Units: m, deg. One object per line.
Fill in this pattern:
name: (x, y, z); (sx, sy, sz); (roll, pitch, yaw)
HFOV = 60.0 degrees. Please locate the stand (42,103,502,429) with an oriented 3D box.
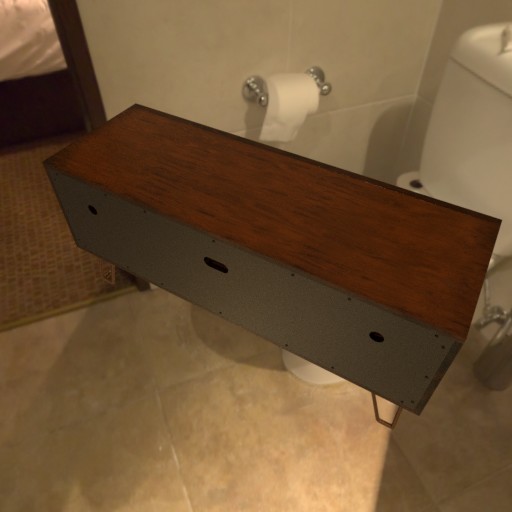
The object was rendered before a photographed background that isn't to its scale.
stand: (0.000, 0.000, 1.597); (1.372, 0.610, 0.481); (23, 50, 20)
